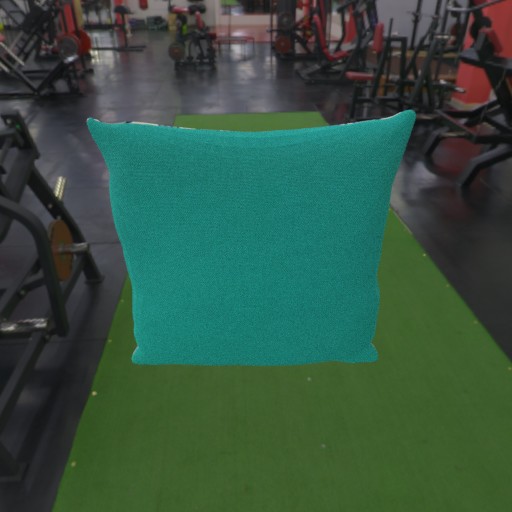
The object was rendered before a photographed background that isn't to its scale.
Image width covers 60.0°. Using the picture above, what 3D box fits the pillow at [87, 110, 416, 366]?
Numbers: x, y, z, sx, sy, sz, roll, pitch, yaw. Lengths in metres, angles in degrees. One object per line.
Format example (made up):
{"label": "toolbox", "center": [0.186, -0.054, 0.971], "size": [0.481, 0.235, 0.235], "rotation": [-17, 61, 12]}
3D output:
{"label": "pillow", "center": [0.000, 0.000, 0.689], "size": [0.440, 0.441, 0.182], "rotation": [-1, 31, -2]}
